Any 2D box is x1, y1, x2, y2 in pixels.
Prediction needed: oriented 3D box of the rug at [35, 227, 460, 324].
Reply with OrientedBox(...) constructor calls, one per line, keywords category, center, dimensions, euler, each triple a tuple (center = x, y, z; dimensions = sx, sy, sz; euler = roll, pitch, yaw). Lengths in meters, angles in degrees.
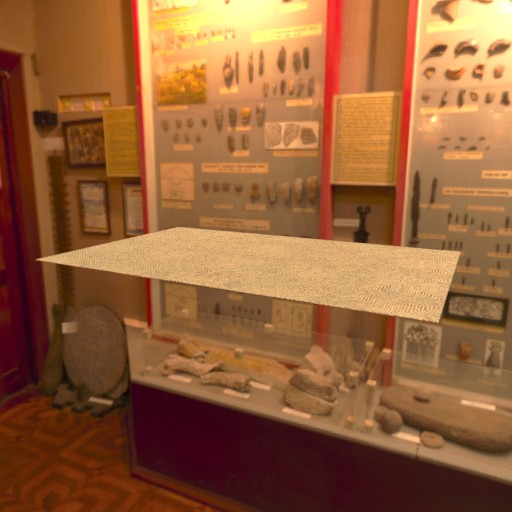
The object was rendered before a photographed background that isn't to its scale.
OrientedBox(category="rug", center=(0.000, 0.000, 2.977), dimensions=(2.428, 0.007, 1.519), euler=(6, 14, 27))
